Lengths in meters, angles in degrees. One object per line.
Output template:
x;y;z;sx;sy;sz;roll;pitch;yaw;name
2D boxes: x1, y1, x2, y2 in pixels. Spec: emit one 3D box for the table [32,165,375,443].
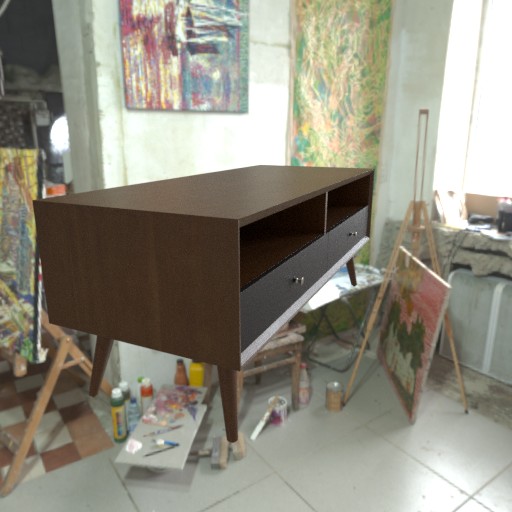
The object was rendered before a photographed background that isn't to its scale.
0.000;0.000;1.362;0.490;0.464;1.119;7;17;24;table
